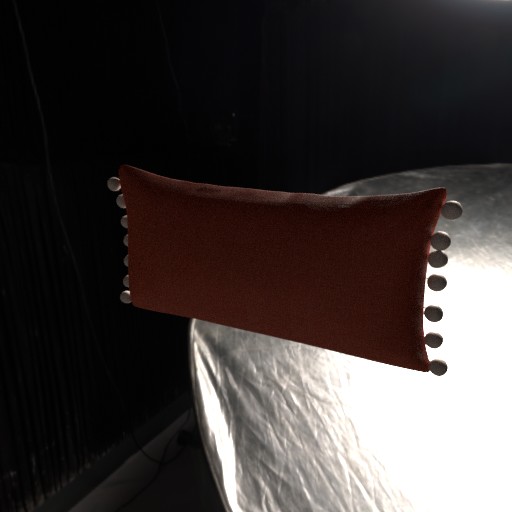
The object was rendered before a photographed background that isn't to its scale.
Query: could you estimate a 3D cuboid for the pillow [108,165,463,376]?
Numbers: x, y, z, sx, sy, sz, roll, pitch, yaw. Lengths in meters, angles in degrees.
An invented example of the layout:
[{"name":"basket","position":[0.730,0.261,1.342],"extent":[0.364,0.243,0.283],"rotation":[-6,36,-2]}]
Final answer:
[{"name":"pillow","position":[0.000,0.000,0.843],"extent":[0.709,0.322,0.201],"rotation":[8,17,28]}]
